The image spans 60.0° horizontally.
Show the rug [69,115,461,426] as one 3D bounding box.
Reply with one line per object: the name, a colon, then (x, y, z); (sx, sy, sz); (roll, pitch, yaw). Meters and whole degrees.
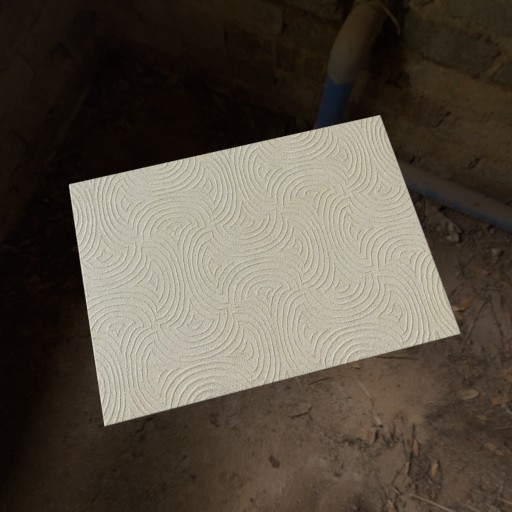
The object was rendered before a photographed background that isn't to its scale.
rug: (0.000, 0.000, 2.763); (2.132, 0.015, 1.526); (-13, 75, -4)
